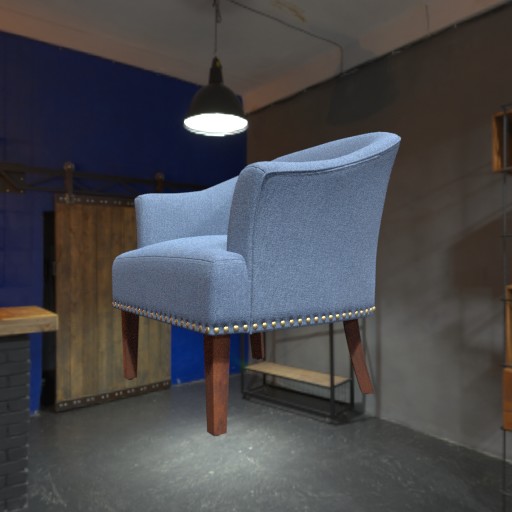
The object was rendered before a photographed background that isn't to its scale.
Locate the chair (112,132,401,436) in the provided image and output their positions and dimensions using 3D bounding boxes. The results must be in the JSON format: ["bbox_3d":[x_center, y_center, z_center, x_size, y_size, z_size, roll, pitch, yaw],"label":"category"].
[{"bbox_3d":[0.000,0.000,1.400,0.704,0.815,0.772,0,0,-36],"label":"chair"}]
